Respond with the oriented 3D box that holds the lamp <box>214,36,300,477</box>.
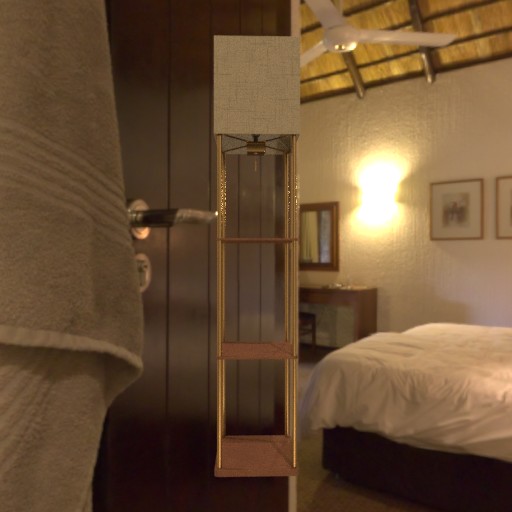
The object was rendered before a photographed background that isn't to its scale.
[{"bbox_3d":[0.000,0.000,1.733,0.308,1.569,0.310,0,0,-1],"label":"lamp"}]
